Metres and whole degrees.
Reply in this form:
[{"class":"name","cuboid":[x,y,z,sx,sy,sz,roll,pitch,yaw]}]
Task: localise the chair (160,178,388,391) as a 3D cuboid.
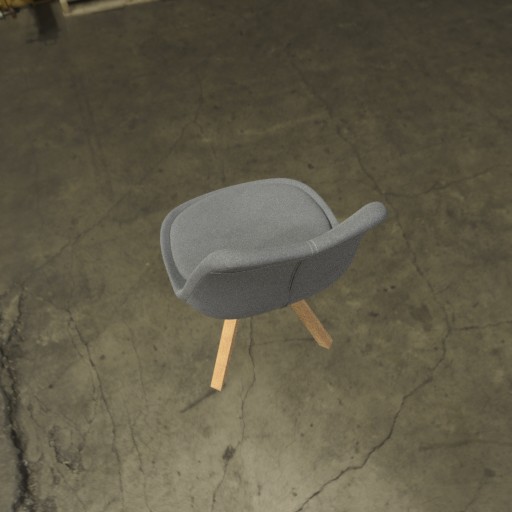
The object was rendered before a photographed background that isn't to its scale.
[{"class":"chair","cuboid":[0.000,0.000,1.199,0.474,0.863,0.549,-18,59,-11]}]
